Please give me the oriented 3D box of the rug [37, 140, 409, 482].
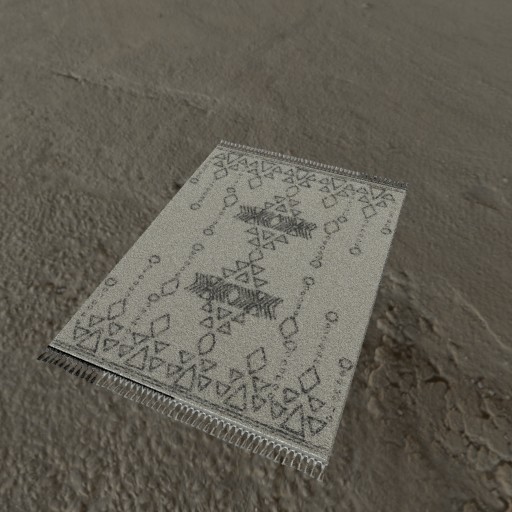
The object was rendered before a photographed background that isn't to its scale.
[{"bbox_3d":[0.000,0.000,2.903,1.600,0.013,2.312,17,49,15],"label":"rug"}]
